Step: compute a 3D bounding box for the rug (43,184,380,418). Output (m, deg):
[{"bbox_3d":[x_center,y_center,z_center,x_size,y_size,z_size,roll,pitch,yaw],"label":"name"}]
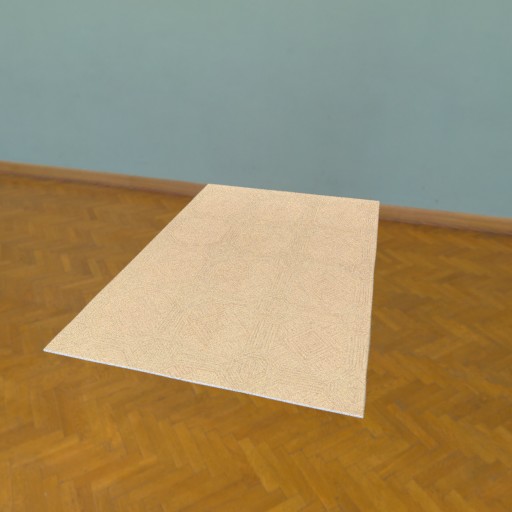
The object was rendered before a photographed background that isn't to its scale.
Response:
[{"bbox_3d":[0.000,0.000,2.354,1.236,0.009,1.839,8,31,13],"label":"rug"}]
